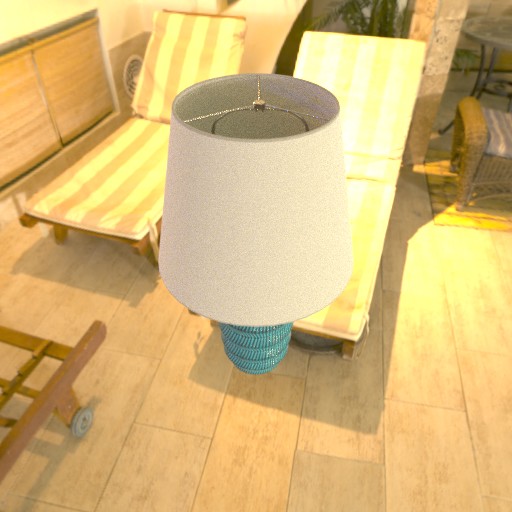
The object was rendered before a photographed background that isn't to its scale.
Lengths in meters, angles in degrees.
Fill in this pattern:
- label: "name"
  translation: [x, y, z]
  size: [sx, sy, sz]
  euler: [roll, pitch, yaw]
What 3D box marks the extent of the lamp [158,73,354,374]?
- label: "lamp"
  translation: [0.000, 0.000, 0.823]
  size: [0.355, 0.582, 0.355]
  euler: [0, 41, 0]
